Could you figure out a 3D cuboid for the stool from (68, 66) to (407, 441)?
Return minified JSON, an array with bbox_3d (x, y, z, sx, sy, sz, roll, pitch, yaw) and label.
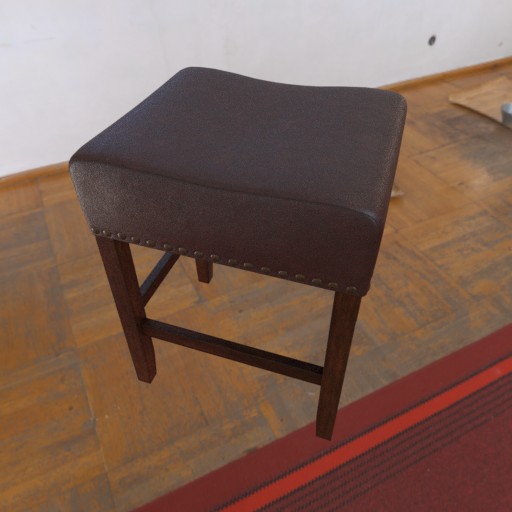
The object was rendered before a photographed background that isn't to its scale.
[{"bbox_3d":[0.000,0.000,0.920,0.465,0.608,0.397,13,44,14],"label":"stool"}]
